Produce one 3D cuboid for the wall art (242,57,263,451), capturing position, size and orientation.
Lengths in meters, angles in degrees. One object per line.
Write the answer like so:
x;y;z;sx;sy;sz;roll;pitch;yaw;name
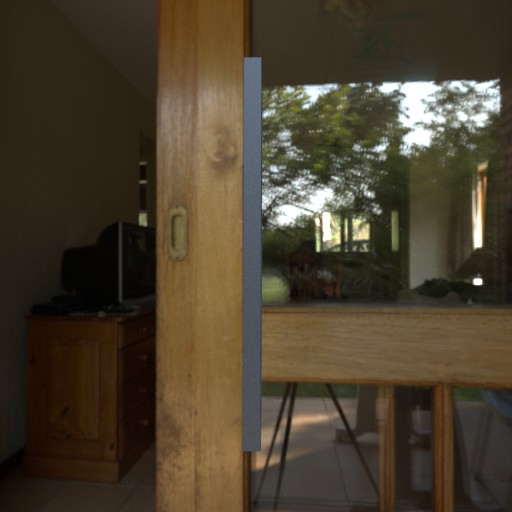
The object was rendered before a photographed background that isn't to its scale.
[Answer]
0.000;0.000;0.560;0.016;0.306;0.432;0;-1;1;wall art
